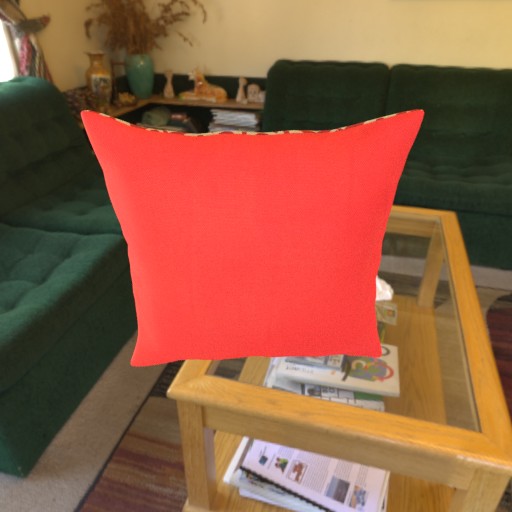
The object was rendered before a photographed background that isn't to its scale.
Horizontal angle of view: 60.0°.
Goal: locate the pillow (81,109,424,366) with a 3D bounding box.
[{"bbox_3d":[0.000,0.000,0.792,0.522,0.507,0.192,-1,30,-2],"label":"pillow"}]
